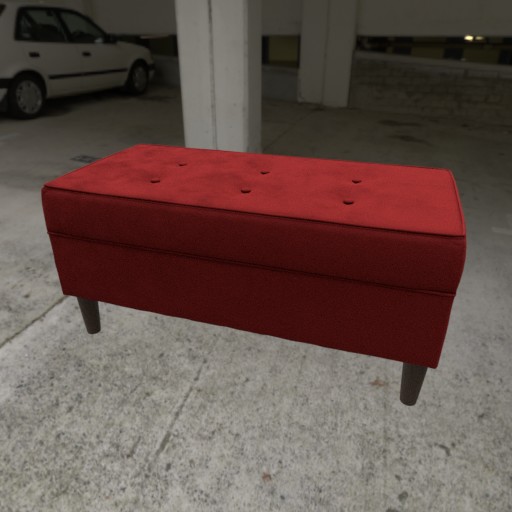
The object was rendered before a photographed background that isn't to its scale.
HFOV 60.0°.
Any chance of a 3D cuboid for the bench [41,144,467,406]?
[{"bbox_3d":[0.000,0.000,1.272,1.016,0.471,0.492,9,29,16],"label":"bench"}]
